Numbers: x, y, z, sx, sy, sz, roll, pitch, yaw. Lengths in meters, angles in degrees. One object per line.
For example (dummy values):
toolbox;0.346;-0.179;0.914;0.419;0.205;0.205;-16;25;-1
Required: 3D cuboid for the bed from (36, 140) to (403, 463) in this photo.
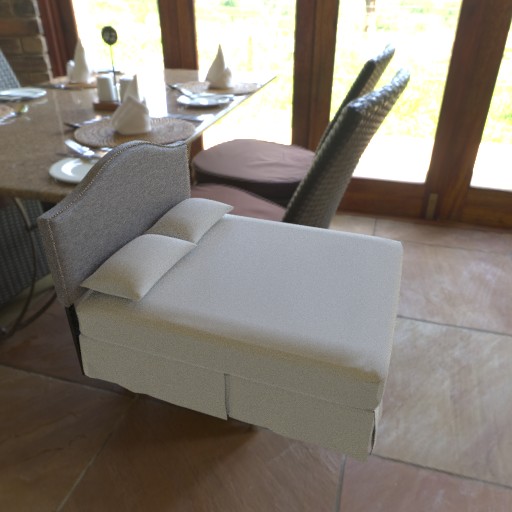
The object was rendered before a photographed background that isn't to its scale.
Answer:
bed;0.000;0.000;2.903;1.870;1.295;1.610;10;31;17
